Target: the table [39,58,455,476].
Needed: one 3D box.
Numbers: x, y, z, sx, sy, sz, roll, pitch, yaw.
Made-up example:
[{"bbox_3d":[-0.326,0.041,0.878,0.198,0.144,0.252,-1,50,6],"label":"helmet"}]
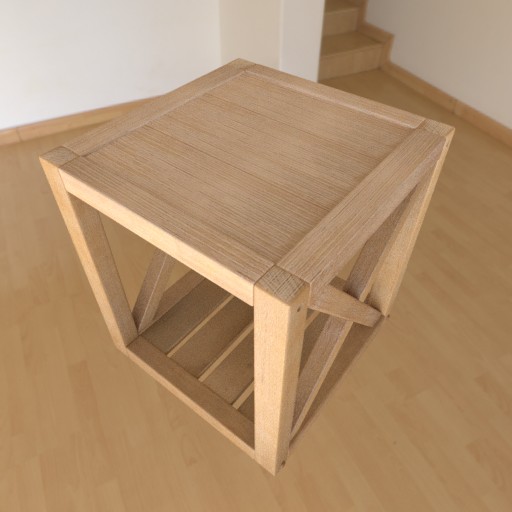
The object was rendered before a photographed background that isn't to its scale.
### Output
[{"bbox_3d":[0.000,0.000,1.037,0.558,0.610,0.559,29,52,26],"label":"table"}]
